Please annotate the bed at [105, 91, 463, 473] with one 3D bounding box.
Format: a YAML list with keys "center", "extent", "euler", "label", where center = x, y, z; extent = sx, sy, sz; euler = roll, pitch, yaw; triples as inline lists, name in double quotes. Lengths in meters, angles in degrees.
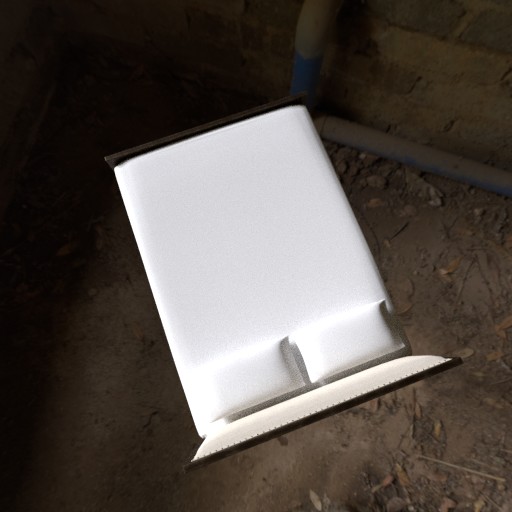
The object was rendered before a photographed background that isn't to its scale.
- center: [0.000, 0.000, 3.244]
  extent: [1.607, 1.313, 2.221]
  euler: [-20, 77, -5]
  label: "bed"
